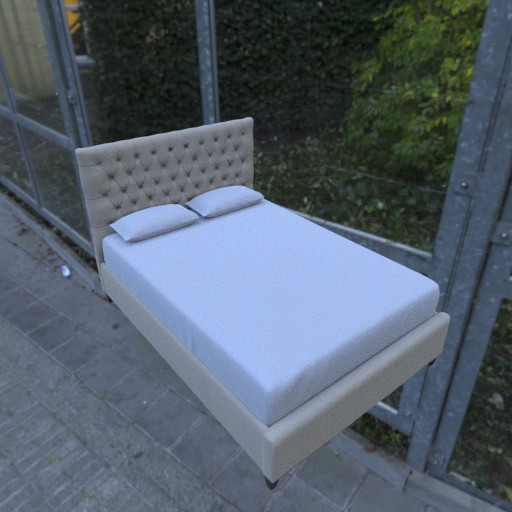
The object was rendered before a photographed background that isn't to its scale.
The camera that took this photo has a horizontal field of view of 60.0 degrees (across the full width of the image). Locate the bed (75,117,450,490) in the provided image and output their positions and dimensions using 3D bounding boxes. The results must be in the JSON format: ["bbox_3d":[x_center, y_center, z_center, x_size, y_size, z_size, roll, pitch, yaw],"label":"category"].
[{"bbox_3d":[0.000,0.000,3.371,1.698,1.427,2.387,-22,37,-32],"label":"bed"}]
